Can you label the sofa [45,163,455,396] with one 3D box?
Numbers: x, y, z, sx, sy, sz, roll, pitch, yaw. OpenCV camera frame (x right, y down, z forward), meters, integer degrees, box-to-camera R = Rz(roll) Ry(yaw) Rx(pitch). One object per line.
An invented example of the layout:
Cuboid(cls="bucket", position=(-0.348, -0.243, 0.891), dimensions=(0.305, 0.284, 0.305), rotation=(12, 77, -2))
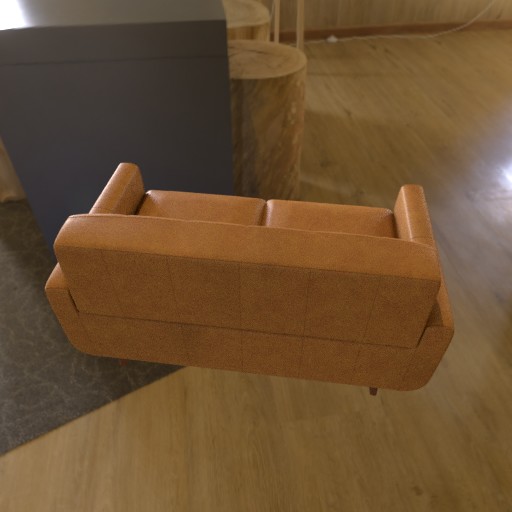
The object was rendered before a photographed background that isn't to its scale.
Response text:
Cuboid(cls="sofa", position=(0.000, 0.000, 2.184), dimensions=(1.651, 0.925, 0.952), rotation=(5, 46, 5))
